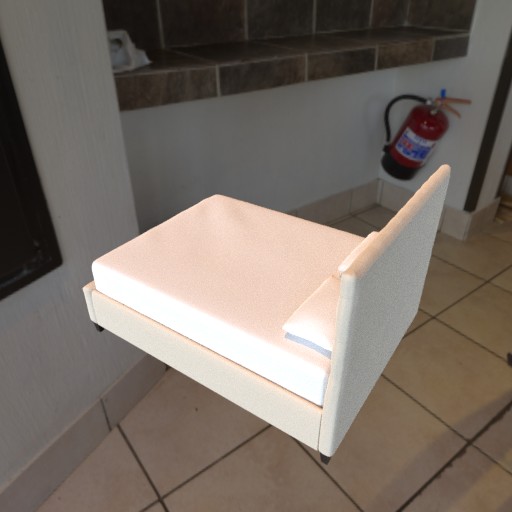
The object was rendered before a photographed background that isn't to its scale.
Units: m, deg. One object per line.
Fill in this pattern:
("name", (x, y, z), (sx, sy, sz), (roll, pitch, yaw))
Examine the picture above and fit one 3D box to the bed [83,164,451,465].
("bed", (0.000, 0.000, 3.441), (2.233, 1.426, 1.696), (20, 37, 29))
